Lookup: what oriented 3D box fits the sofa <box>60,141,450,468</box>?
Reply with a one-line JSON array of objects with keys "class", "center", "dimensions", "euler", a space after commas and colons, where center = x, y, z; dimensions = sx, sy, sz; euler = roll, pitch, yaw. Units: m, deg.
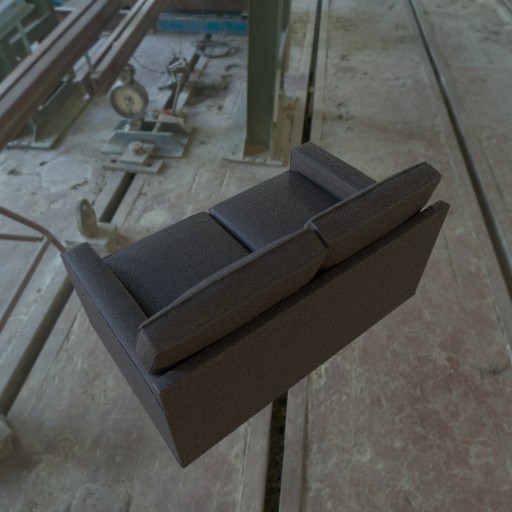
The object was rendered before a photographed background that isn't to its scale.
[{"class": "sofa", "center": [0.000, 0.000, 2.154], "dimensions": [1.534, 0.887, 0.974], "euler": [-29, 53, -25]}]
